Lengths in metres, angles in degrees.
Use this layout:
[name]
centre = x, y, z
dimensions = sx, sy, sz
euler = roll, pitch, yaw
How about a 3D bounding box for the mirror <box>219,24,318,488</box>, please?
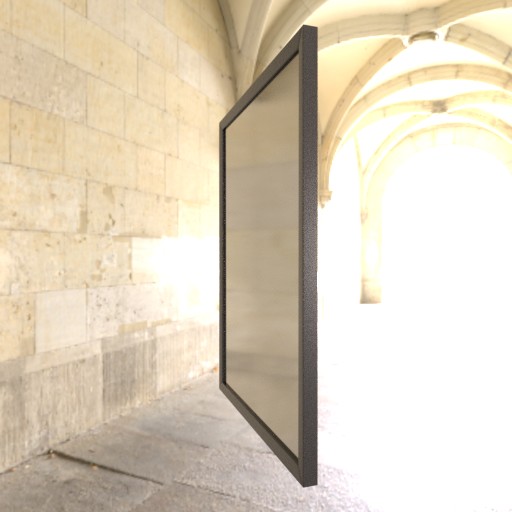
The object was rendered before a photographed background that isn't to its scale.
[mirror]
centre = 0.000, 0.000, 1.338
dimensions = 0.040, 1.016, 0.762
euler = 0, 0, -19
